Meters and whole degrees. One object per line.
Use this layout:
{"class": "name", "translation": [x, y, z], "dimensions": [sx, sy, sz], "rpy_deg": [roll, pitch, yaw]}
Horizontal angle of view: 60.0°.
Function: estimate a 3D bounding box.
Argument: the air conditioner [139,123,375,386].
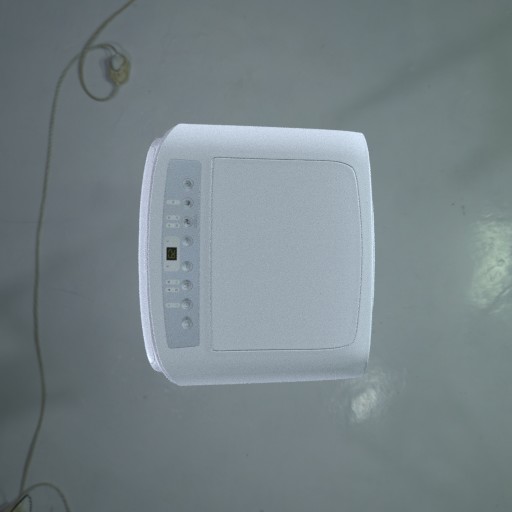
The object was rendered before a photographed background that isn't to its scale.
{"class": "air conditioner", "translation": [0.000, 0.000, 1.075], "dimensions": [0.467, 0.765, 0.478], "rpy_deg": [0, 90, 1]}
